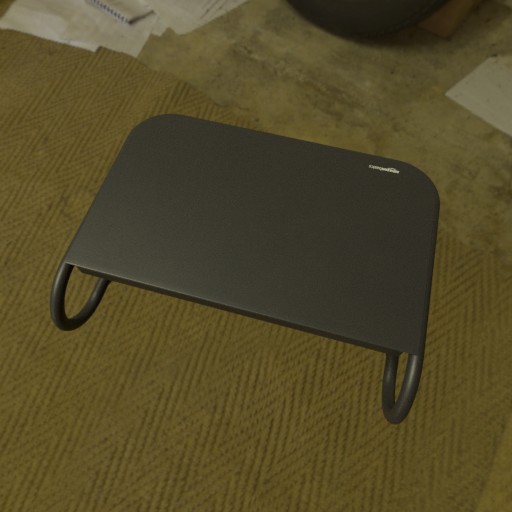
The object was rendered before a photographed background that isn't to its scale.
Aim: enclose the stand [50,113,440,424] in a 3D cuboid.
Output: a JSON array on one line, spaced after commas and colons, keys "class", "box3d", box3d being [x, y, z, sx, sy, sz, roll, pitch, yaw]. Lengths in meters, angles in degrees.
[{"class": "stand", "box3d": [0.000, 0.000, 0.511, 0.370, 0.108, 0.280, 14, 64, 7]}]
